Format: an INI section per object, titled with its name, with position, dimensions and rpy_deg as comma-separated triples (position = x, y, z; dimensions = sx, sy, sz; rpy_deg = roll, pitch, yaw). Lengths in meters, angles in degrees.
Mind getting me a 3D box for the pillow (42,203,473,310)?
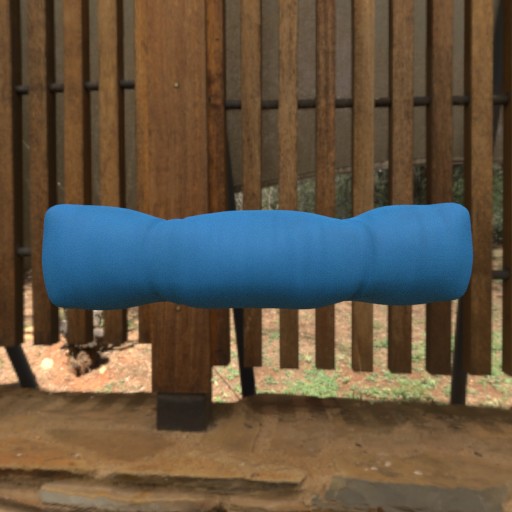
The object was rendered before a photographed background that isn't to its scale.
[pillow]
position = 0.000, 0.000, 0.711
dimensions = 0.490, 0.128, 0.468
rpy_deg = 0, 1, -1
